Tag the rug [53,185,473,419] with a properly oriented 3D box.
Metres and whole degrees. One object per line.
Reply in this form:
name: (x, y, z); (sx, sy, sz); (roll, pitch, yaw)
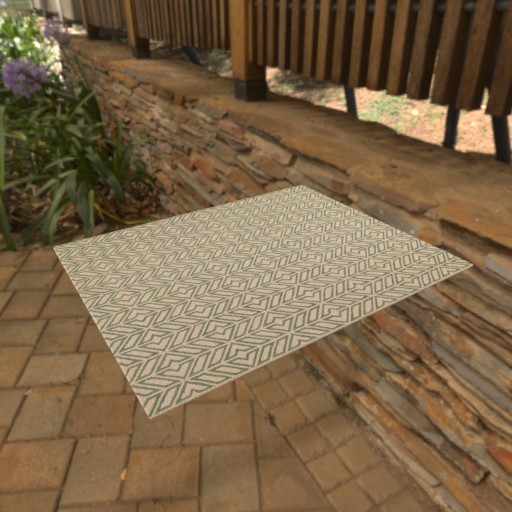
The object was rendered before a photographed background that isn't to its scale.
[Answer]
rug: (0.000, 0.000, 4.097); (3.050, 0.017, 2.441); (-18, 34, -29)
